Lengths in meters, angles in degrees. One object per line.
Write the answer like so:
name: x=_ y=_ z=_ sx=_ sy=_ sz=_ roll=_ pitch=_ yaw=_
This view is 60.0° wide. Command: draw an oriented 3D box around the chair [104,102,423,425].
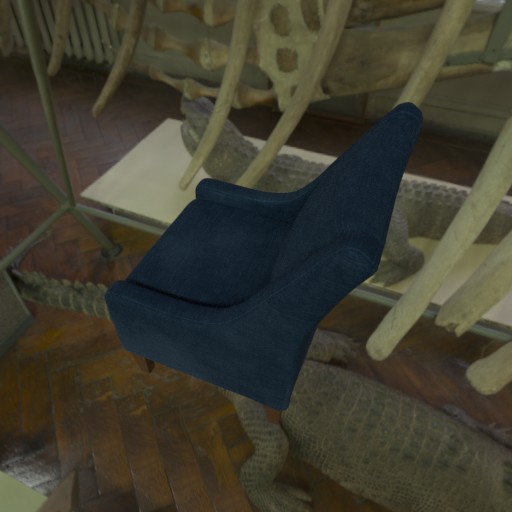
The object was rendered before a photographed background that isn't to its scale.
chair: x=0.000 y=0.000 z=1.637 sx=0.870 sy=1.014 sz=0.774 roll=16 pitch=47 yaw=16
